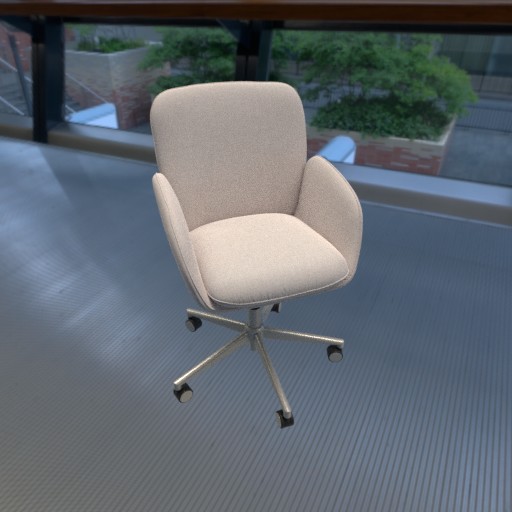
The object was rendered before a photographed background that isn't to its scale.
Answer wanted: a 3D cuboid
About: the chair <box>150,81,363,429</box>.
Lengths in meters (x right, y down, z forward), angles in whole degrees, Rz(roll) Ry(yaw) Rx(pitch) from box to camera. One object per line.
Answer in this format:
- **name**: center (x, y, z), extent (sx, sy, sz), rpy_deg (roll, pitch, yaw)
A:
- **chair**: center (0.000, 0.000, 1.430), extent (0.648, 0.959, 0.633), rpy_deg (-10, 34, -16)
